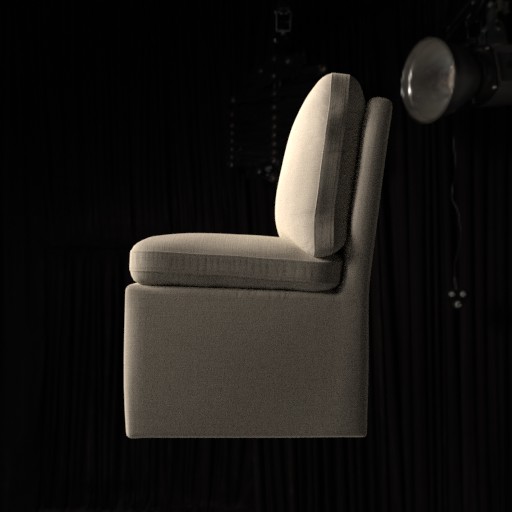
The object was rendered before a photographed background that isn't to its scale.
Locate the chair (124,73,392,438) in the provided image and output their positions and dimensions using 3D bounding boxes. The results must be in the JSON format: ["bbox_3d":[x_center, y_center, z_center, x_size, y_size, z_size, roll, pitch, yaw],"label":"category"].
[{"bbox_3d":[0.000,0.000,1.346,0.698,0.927,0.503,0,-1,0],"label":"chair"}]
